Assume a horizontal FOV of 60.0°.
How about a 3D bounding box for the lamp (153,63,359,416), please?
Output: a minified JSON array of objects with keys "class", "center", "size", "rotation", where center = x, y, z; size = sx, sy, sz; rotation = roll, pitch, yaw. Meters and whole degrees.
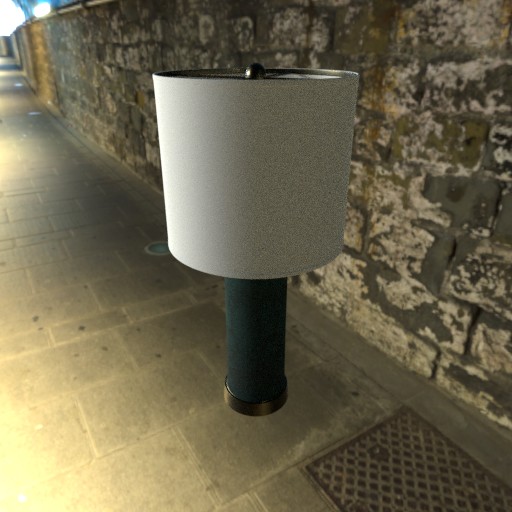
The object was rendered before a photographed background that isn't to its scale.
[{"class":"lamp","center":[0.000,0.000,0.788],"size":[0.301,0.630,0.301],"rotation":[-8,27,-16]}]
